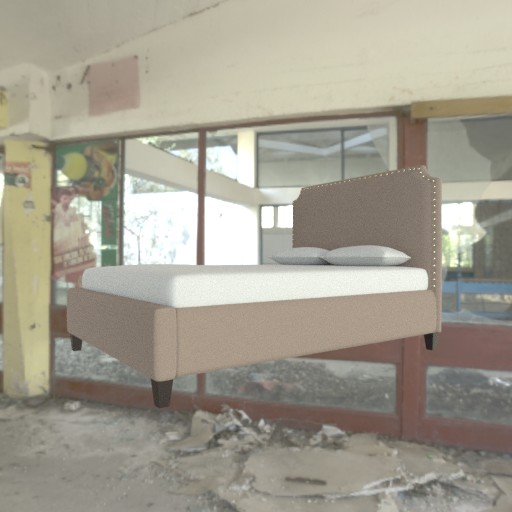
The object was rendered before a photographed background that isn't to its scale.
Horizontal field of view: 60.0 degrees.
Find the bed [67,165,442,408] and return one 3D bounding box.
[{"bbox_3d":[0.000,0.000,3.413,2.372,1.443,1.713,0,0,-36],"label":"bed"}]
